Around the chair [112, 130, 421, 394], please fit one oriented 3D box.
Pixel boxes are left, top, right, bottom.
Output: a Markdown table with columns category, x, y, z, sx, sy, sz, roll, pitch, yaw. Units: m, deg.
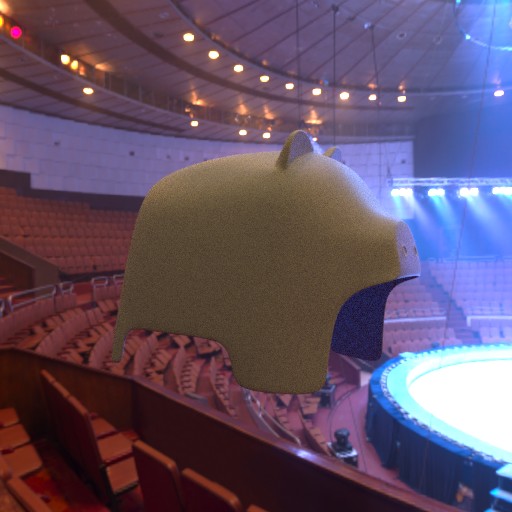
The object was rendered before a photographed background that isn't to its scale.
| category | x | y | z | sx | sy | sz | roll | pitch | yaw |
| --- | --- | --- | --- | --- | --- | --- | --- | --- | --- |
| chair | 0.000 | 0.000 | 0.887 | 0.619 | 0.423 | 0.364 | 0 | 0 | 36 |
